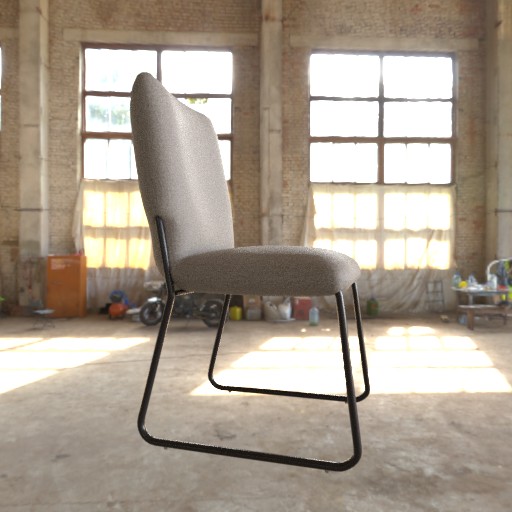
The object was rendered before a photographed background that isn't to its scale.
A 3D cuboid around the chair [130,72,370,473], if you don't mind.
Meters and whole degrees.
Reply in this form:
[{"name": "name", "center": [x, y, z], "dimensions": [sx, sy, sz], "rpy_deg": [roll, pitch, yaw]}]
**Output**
[{"name": "chair", "center": [0.000, 0.000, 1.149], "dimensions": [0.560, 0.864, 0.448], "rpy_deg": [0, 1, 17]}]
